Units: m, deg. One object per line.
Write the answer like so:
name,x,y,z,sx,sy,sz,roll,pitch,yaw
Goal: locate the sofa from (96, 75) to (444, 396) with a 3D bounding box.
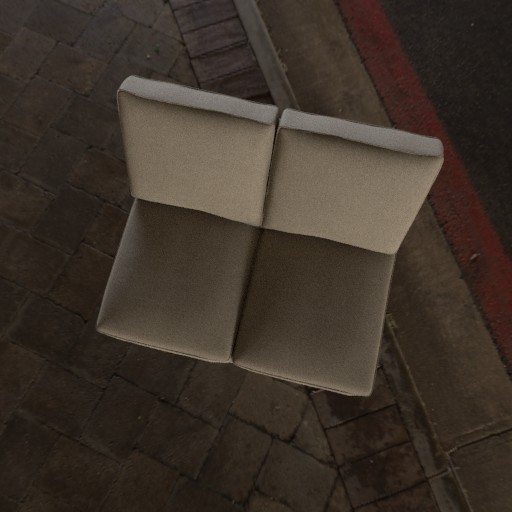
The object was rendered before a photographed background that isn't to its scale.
sofa,0.000,0.000,1.960,1.232,1.006,0.978,13,76,3
